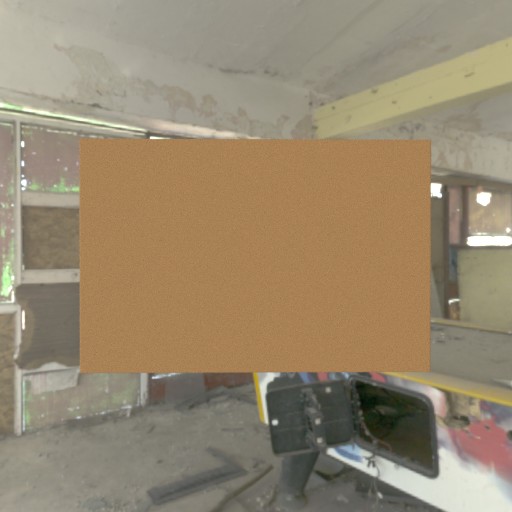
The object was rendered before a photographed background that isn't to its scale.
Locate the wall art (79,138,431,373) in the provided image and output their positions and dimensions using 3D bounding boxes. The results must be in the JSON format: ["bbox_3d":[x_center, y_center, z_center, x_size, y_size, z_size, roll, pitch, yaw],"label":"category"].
[{"bbox_3d":[0.000,0.000,1.171,0.915,0.608,0.033,0,0,-1],"label":"wall art"}]
